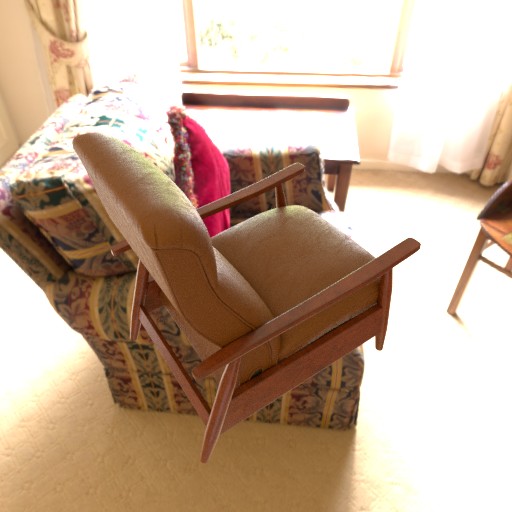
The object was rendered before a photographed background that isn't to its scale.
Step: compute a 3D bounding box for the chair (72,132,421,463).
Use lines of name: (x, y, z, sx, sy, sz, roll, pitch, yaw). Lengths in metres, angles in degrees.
chair: (0.000, 0.000, 1.755, 1.014, 1.082, 0.762, -24, 46, -25)
